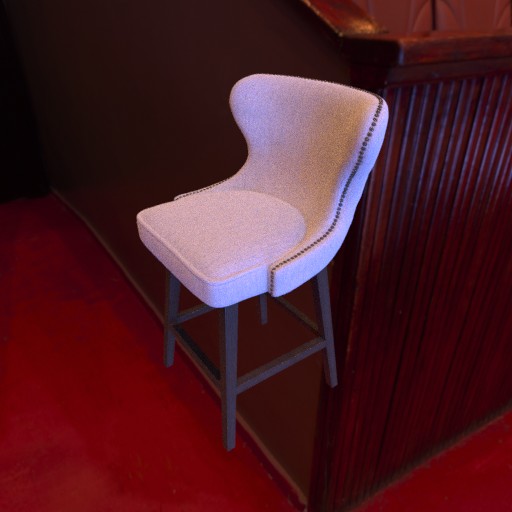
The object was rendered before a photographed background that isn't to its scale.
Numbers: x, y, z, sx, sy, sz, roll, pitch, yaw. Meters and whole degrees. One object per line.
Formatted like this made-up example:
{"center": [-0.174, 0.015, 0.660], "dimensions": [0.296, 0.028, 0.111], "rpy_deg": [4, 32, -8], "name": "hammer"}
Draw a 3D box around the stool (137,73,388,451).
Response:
{"center": [0.000, 0.000, 1.377], "dimensions": [0.597, 0.972, 0.615], "rpy_deg": [-20, 36, -30], "name": "stool"}
